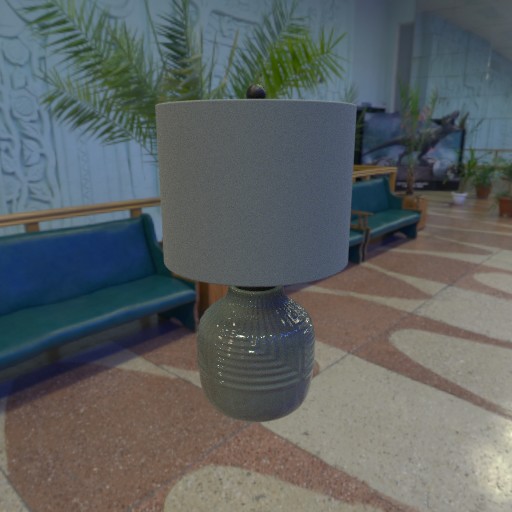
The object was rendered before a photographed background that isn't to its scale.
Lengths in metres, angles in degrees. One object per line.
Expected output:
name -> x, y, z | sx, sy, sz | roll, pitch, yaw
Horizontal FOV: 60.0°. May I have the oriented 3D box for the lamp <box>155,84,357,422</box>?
lamp -> 0.000, 0.000, 0.780 | 0.318, 0.567, 0.318 | 0, 15, 0
